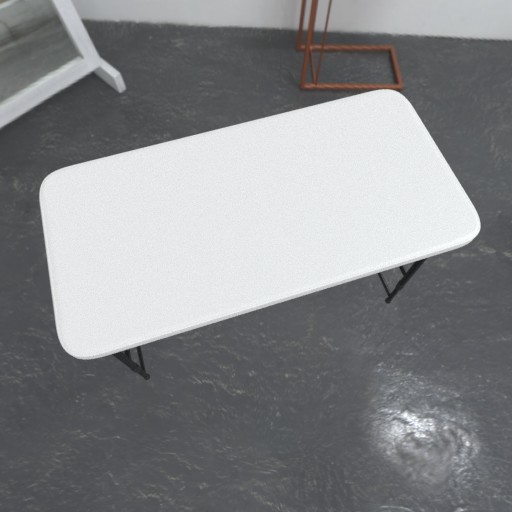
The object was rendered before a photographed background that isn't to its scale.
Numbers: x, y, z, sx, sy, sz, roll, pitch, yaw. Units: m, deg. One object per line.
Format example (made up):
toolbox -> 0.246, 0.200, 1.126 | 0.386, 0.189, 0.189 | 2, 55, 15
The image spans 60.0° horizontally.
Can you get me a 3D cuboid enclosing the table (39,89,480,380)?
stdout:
table -> 0.000, 0.000, 1.643 | 1.219, 0.737, 0.610 | -16, 66, -7
